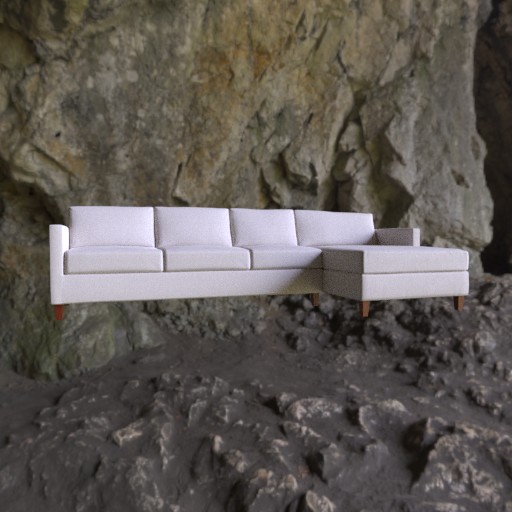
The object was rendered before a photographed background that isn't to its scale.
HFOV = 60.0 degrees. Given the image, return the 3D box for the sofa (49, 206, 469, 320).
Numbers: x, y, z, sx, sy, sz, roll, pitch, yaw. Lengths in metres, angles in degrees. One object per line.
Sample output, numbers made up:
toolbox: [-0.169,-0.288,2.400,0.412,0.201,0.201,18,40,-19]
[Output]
sofa: [0.000,0.000,4.087,3.471,0.954,1.599,-1,2,-19]
